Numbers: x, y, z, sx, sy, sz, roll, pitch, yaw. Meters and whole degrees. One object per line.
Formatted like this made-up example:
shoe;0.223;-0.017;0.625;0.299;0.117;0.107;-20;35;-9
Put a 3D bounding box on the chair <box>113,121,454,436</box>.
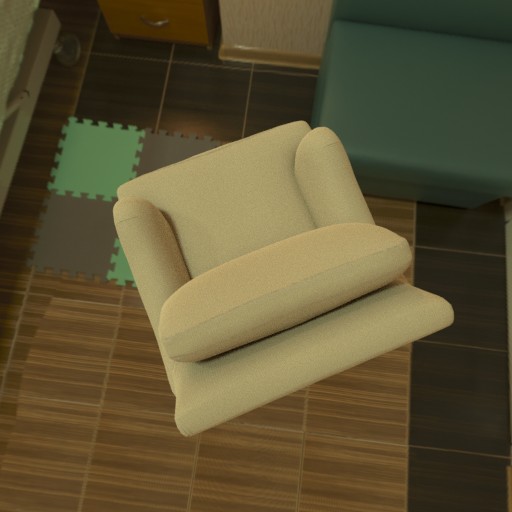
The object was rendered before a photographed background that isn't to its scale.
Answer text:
chair;0.000;0.000;1.849;0.955;1.038;1.070;-21;76;-6
